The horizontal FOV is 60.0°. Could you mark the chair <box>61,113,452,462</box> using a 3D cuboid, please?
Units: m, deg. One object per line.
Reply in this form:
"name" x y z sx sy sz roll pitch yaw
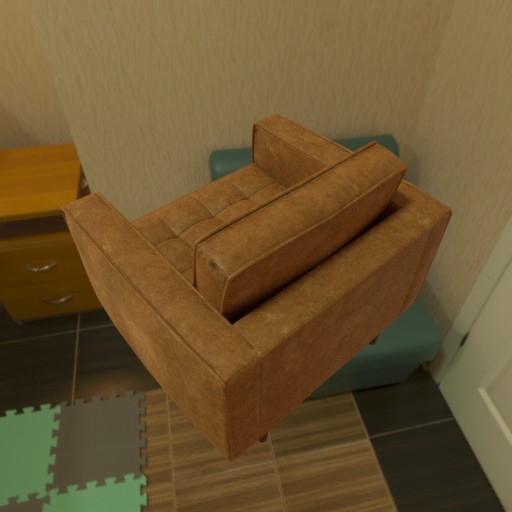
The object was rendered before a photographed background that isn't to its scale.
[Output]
"chair" 0.000 0.000 1.460 0.928 0.767 0.798 -32 54 -27
